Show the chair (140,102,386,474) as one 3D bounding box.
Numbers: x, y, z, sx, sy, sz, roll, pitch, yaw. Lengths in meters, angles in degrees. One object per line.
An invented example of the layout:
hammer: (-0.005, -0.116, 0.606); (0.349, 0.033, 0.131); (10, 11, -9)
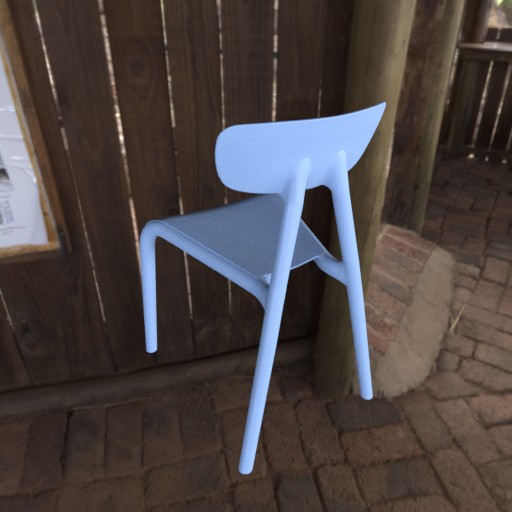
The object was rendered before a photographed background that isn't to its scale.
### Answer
chair: (0.000, 0.000, 0.834); (0.356, 0.580, 0.401); (-18, 35, -29)
